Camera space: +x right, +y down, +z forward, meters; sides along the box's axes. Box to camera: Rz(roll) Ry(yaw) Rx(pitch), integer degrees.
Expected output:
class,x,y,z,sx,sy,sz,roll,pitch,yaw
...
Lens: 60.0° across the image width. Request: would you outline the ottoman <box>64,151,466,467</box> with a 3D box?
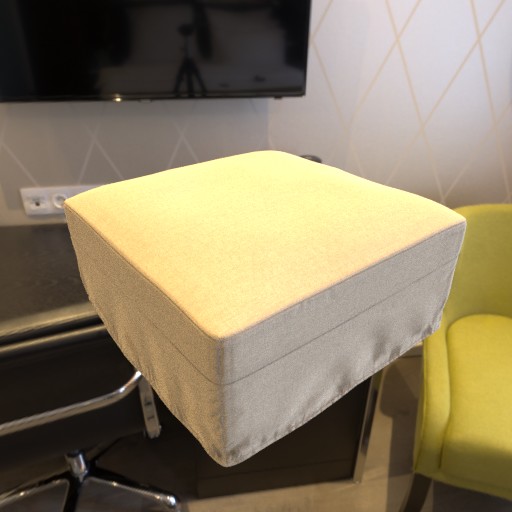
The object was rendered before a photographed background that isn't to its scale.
class,x,y,z,sx,sy,sz,roll,pitch,yaw
ottoman,0.000,0.000,1.326,0.840,0.436,0.843,-21,36,-33
